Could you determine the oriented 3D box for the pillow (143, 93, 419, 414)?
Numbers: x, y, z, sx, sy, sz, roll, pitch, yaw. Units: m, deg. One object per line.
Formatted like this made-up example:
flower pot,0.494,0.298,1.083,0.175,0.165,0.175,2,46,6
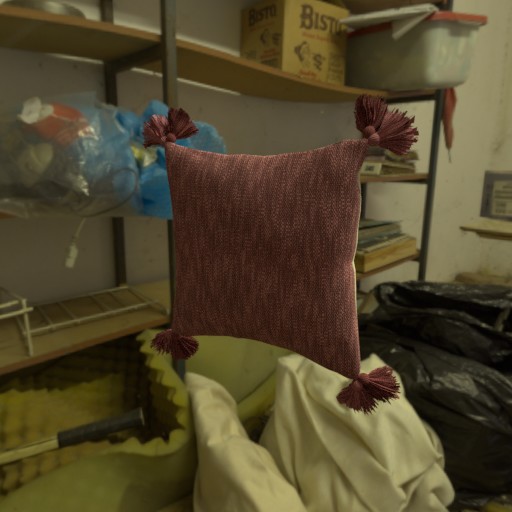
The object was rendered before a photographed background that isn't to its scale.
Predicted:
pillow,0.000,0.000,0.972,0.641,0.659,0.138,7,14,27
